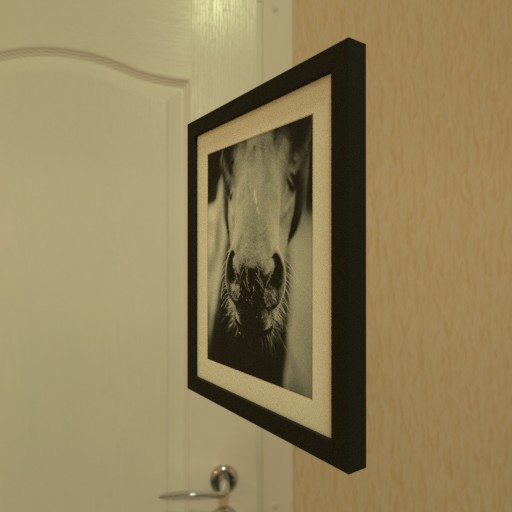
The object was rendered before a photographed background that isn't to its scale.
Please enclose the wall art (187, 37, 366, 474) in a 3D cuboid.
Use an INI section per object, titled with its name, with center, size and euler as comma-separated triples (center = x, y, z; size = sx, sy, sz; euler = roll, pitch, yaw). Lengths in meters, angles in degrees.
[wall art]
center = 0.000, 0.000, 0.761
size = 0.033, 0.559, 0.457
euler = 0, 0, -35
